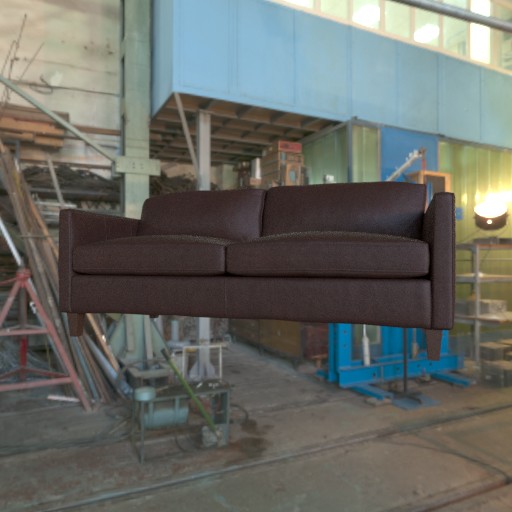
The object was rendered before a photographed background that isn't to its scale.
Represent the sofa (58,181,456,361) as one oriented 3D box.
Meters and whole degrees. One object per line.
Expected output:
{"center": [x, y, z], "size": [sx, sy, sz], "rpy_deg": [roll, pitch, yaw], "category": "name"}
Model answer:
{"center": [0.000, 0.000, 2.459], "size": [1.971, 0.863, 0.923], "rpy_deg": [0, -1, 18], "category": "sofa"}
